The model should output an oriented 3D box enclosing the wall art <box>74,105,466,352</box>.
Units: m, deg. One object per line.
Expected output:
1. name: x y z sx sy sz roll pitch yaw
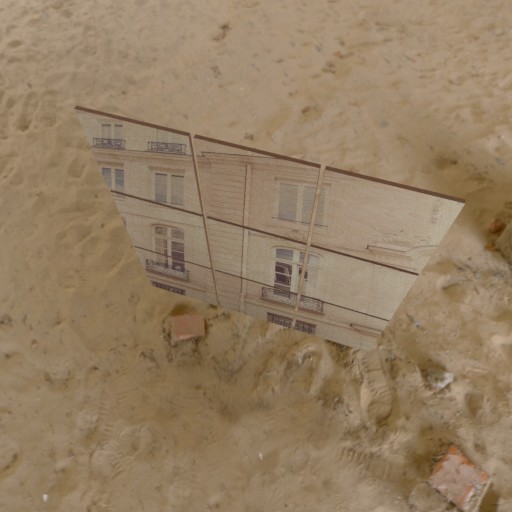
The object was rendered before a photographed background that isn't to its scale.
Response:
1. wall art: 0.000 0.000 1.845 1.221 1.218 0.024 16 60 9
